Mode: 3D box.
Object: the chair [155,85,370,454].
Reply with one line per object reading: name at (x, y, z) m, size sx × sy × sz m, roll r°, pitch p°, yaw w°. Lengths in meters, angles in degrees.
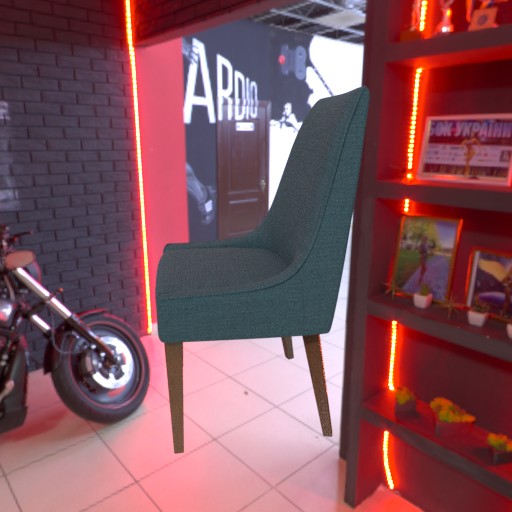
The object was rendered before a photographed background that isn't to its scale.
chair at (0.000, 0.000, 1.227) m, size 0.544 × 0.861 × 0.529 m, roll -2°, pitch 15°, yaw -9°
